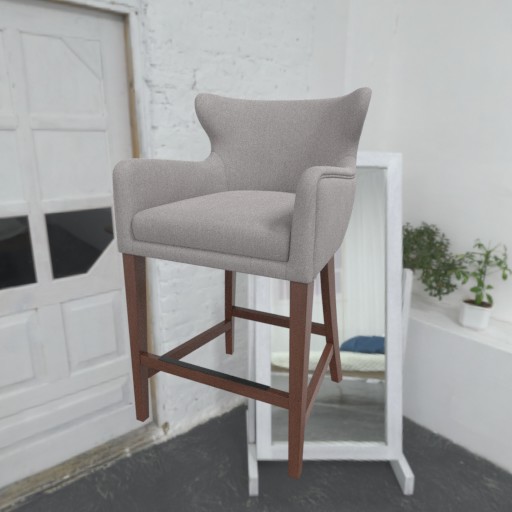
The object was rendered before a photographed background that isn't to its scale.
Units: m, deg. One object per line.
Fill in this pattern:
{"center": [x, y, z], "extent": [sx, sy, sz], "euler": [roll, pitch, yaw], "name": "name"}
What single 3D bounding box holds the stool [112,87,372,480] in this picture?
{"center": [0.000, 0.000, 1.330], "extent": [0.575, 0.951, 0.575], "euler": [8, 18, 26], "name": "stool"}
